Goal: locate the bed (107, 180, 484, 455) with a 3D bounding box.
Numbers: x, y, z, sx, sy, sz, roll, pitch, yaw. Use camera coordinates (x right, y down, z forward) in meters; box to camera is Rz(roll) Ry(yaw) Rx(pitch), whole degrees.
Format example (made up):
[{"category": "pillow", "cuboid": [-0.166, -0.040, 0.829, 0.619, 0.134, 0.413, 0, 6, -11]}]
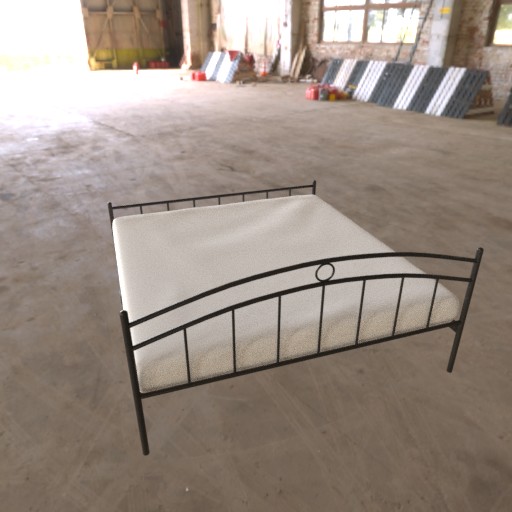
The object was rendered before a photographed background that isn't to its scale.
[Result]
[{"category": "bed", "cuboid": [0.000, 0.000, 3.116, 1.880, 0.940, 2.040, -9, 28, -17]}]
